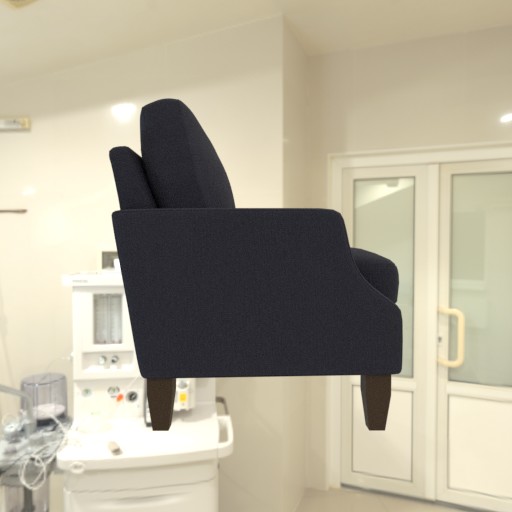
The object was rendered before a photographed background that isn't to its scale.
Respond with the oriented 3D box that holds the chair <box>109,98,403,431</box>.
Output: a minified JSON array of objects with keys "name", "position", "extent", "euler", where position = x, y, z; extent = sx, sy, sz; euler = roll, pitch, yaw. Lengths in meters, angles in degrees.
[{"name":"chair","position":[0.000,0.000,1.661],"extent":[0.897,0.991,0.855],"euler":[0,1,0]}]
